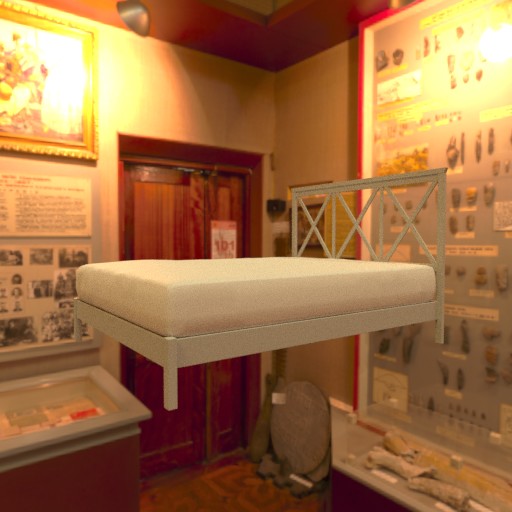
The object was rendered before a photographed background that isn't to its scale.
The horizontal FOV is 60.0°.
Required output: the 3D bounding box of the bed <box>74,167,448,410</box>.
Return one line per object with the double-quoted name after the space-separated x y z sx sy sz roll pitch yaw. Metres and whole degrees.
0.000 0.000 3.203 2.135 1.253 1.673 -2 3 -36 "bed"
